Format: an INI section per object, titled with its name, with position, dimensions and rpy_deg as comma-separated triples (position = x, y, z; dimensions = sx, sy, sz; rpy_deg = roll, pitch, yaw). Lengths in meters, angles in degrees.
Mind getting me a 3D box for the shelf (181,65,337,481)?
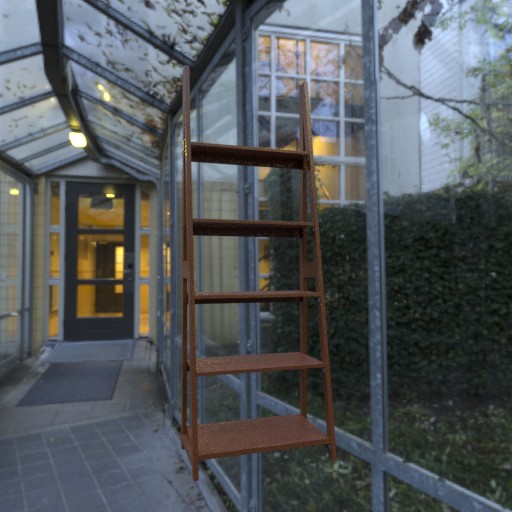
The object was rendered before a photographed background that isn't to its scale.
[shelf]
position = 0.000, 0.000, 2.024
dimensions = 0.630, 1.780, 0.356
rpy_deg = 0, -2, -17
